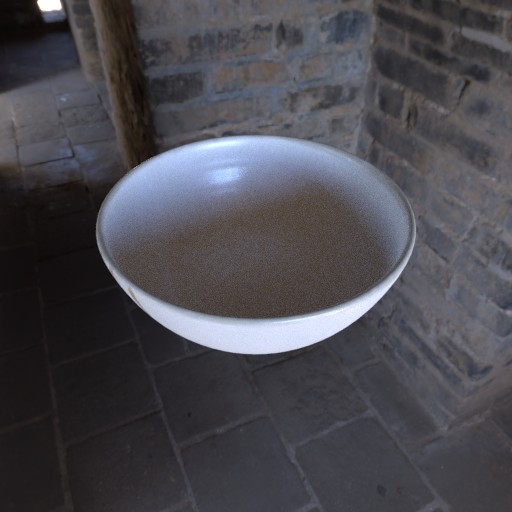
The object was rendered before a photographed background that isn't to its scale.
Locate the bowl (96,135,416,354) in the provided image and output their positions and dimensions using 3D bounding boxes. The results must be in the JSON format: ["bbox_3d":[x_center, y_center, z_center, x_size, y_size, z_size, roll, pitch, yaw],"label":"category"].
[{"bbox_3d":[0.000,0.000,0.423,0.268,0.121,0.268,0,41,0],"label":"bowl"}]
